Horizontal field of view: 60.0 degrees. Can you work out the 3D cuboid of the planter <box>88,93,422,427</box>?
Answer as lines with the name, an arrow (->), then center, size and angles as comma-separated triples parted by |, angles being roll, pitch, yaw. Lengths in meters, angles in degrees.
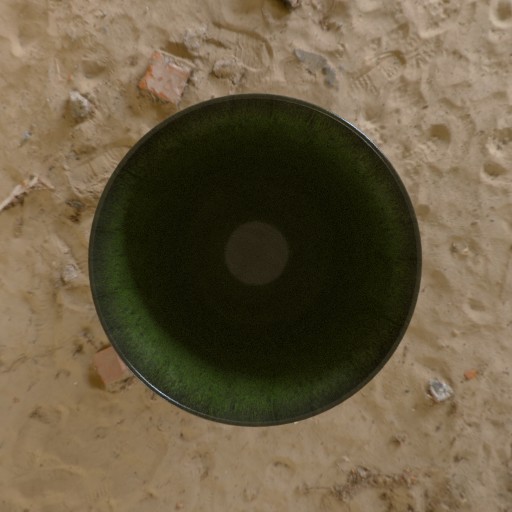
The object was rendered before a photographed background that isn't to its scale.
planter -> 0.000, 0.000, 0.458 | 0.245, 0.270, 0.245 | 0, 92, 0
